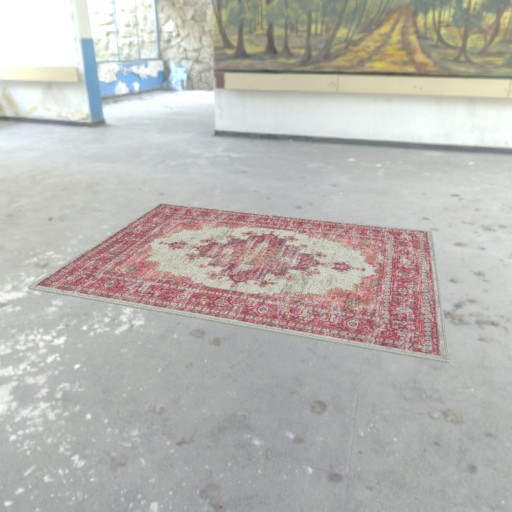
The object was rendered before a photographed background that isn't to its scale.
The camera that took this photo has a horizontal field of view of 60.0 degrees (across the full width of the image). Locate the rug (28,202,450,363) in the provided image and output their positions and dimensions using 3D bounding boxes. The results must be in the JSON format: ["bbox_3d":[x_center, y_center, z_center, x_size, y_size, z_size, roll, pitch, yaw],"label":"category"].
[{"bbox_3d":[0.000,0.000,2.254,1.747,0.011,1.217,8,26,15],"label":"rug"}]
